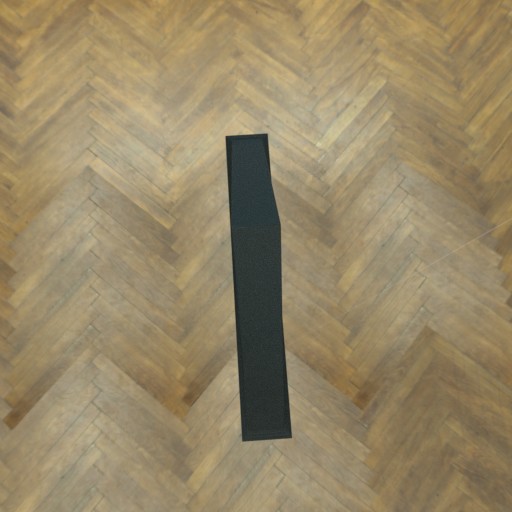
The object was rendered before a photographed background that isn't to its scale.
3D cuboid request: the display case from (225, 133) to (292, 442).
[{"bbox_3d":[0.000,0.000,0.756,0.095,0.340,0.640,-4,76,-1],"label":"display case"}]
